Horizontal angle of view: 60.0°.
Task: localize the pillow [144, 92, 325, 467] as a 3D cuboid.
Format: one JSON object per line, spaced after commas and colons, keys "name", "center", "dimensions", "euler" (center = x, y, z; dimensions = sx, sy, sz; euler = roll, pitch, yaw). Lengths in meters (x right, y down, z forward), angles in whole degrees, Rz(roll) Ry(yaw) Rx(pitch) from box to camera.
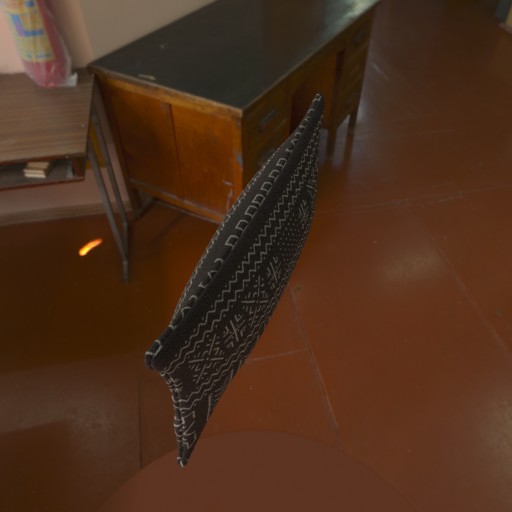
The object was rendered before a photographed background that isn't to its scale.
{"name": "pillow", "center": [0.000, 0.000, 0.797], "dimensions": [0.135, 0.322, 0.667], "euler": [17, 49, 15]}
